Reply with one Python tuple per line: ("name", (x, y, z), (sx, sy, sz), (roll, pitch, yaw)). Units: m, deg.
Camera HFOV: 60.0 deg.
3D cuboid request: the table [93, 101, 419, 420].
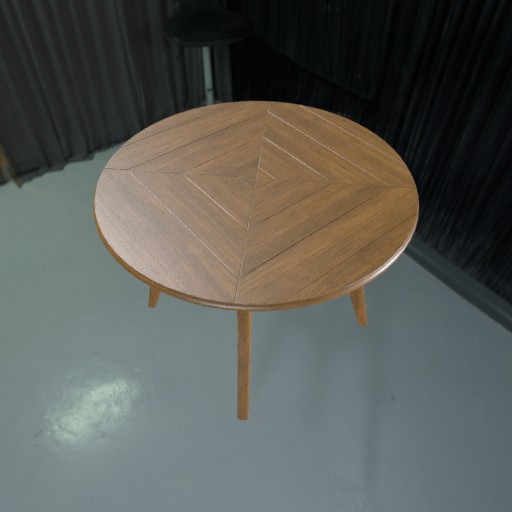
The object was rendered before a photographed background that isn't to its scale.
("table", (0.000, 0.000, 1.744), (1.055, 0.757, 1.055), (0, 47, 0))
